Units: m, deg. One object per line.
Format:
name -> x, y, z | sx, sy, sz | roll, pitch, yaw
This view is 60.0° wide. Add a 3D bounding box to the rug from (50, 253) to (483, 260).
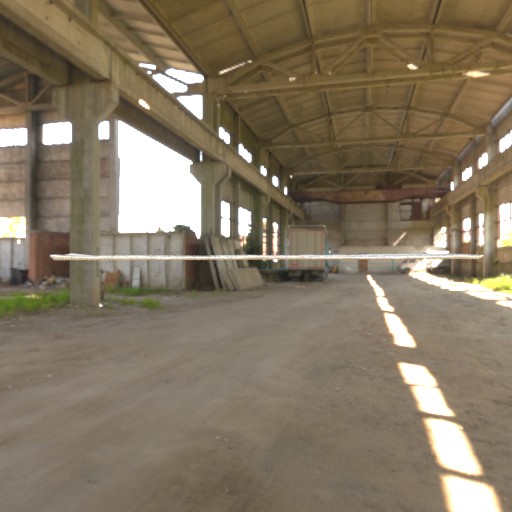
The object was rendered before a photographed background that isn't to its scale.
rug -> 0.000, 0.000, 3.048 | 2.447, 0.036, 1.537 | 0, 0, -20
